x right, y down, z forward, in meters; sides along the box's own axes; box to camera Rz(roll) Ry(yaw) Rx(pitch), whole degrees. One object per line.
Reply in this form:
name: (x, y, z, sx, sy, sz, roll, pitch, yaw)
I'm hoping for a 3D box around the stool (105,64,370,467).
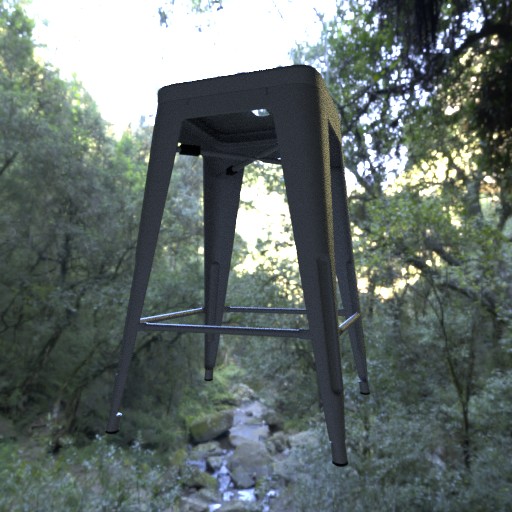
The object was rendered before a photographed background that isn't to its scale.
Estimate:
stool: (0.000, 0.000, 0.882, 0.406, 0.610, 0.406, -1, -2, 19)
